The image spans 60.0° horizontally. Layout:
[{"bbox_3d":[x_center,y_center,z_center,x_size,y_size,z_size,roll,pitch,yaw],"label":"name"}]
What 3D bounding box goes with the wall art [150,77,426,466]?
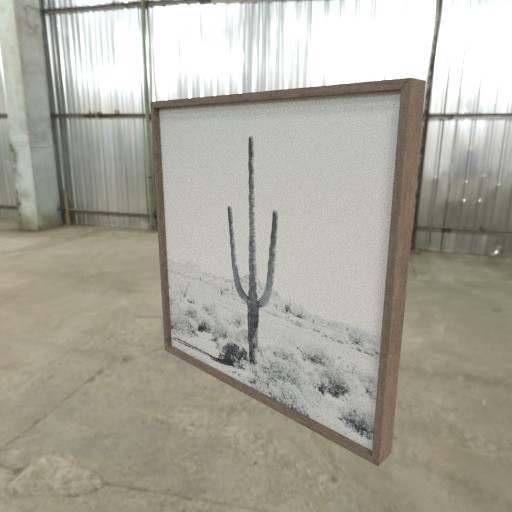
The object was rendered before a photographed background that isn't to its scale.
[{"bbox_3d":[0.000,0.000,0.736,0.508,0.508,0.038,14,20,42],"label":"wall art"}]
